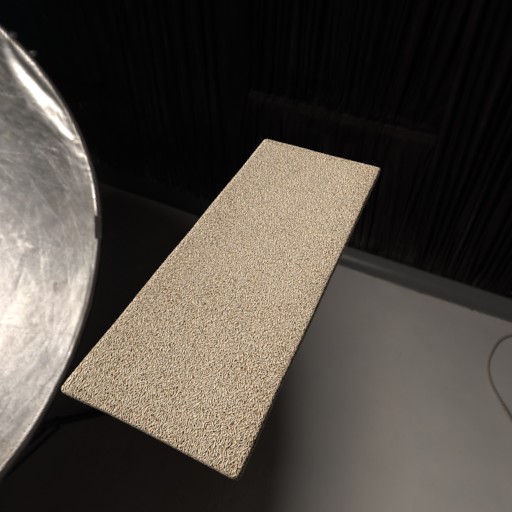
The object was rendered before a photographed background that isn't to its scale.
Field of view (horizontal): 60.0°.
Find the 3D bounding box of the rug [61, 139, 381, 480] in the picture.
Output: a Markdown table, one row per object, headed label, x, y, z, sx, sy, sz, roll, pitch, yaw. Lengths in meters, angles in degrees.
| label | x | y | z | sx | sy | sz | roll | pitch | yaw |
| --- | --- | --- | --- | --- | --- | --- | --- | --- | --- |
| rug | 0.000 | 0.000 | 1.733 | 0.609 | 0.030 | 1.524 | 19 | 50 | 17 |
